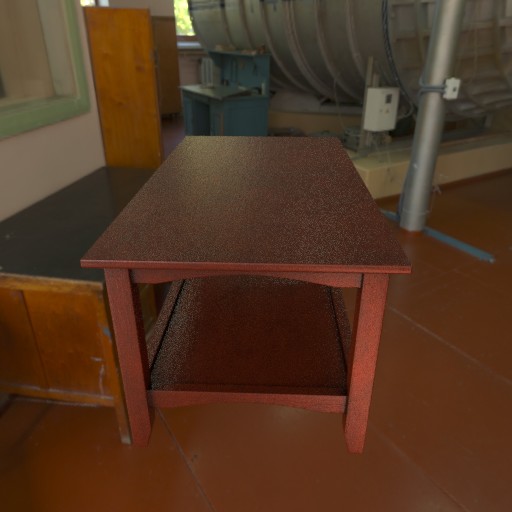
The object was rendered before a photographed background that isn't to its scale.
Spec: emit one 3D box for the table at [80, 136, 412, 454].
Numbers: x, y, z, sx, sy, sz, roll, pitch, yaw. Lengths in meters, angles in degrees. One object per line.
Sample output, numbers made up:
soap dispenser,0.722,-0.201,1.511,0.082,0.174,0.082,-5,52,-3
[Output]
table,0.000,0.000,1.228,0.533,0.456,0.943,1,27,2
